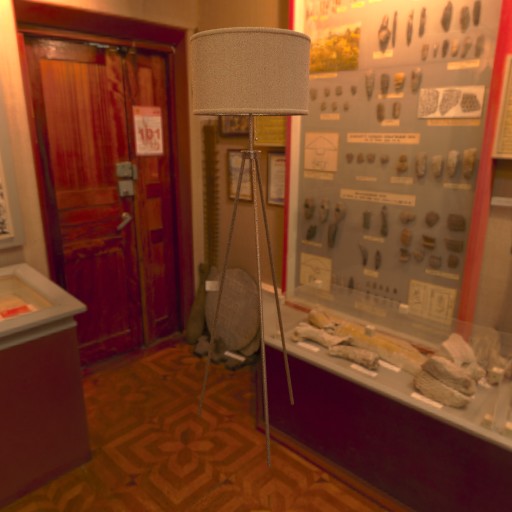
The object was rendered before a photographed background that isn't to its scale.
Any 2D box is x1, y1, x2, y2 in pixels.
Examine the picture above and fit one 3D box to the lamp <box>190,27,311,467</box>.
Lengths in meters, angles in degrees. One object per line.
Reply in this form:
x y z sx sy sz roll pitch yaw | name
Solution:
0.000 0.000 1.743 0.460 1.545 0.449 -16 22 -42 | lamp
